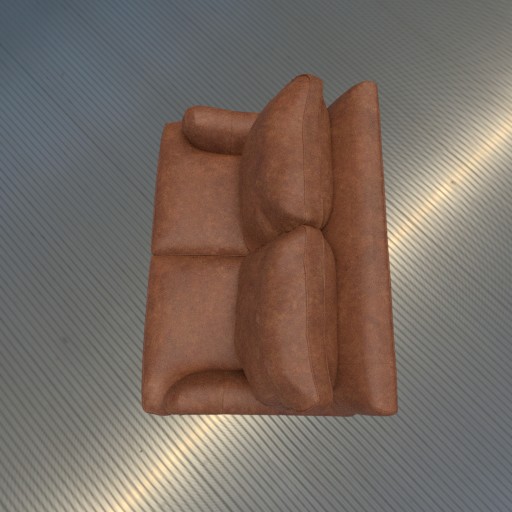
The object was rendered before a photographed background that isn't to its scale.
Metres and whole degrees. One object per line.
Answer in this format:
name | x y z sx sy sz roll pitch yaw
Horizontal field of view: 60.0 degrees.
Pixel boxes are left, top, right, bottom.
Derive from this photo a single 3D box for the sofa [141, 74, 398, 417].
sofa | 0.000 0.000 2.205 1.077 1.004 1.527 1 75 0
